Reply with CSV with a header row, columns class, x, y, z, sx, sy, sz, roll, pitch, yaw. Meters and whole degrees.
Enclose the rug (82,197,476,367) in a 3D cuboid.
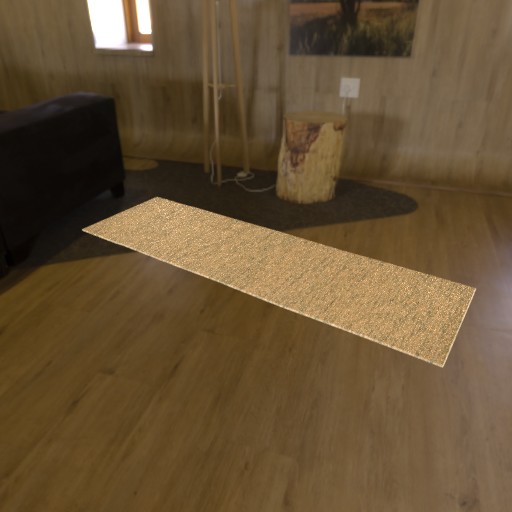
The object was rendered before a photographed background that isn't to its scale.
class,x,y,z,sx,sy,sz,roll,pitch,yaw
rug,0.000,0.000,2.607,2.290,0.014,0.700,18,34,29
